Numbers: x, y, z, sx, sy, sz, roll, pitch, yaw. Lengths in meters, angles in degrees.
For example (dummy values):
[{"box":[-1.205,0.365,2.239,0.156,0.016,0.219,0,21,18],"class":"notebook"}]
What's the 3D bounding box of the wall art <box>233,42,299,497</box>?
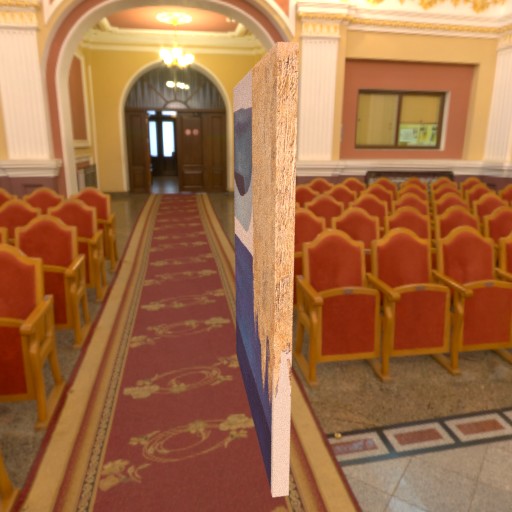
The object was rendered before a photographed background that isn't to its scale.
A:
[{"box":[0.000,0.000,0.794,0.026,0.613,0.458,-2,15,-9],"class":"wall art"}]
